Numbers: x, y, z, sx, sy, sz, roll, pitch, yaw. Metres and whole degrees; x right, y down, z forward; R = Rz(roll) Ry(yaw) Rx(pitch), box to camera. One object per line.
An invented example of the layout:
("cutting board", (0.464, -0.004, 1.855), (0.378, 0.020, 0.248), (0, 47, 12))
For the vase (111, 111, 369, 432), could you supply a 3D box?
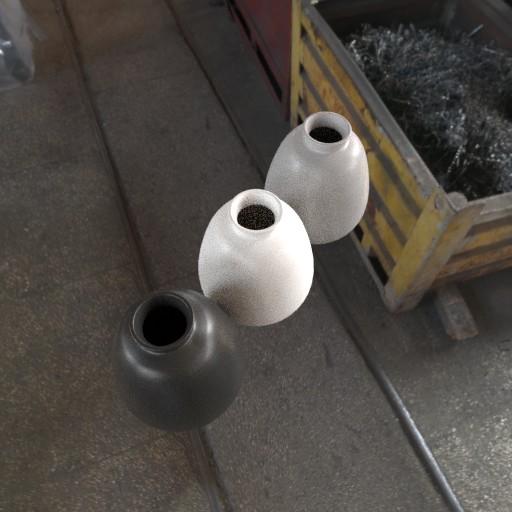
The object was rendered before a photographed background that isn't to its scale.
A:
("vase", (0.000, 0.000, 0.362), (0.097, 0.122, 0.297), (30, 63, 17))
